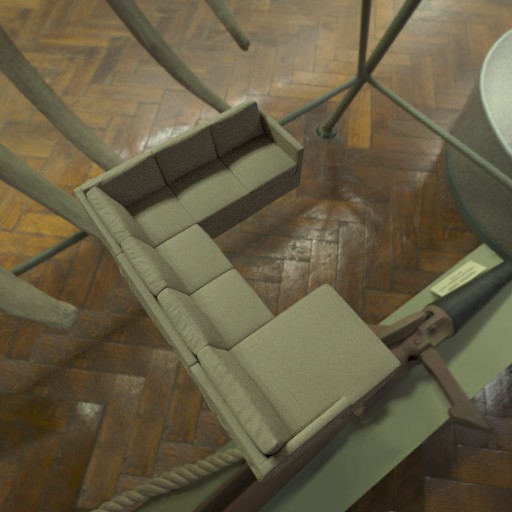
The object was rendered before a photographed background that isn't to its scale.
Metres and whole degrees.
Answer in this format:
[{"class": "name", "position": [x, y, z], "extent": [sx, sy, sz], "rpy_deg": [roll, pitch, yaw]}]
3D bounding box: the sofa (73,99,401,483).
[{"class": "sofa", "position": [0.000, 0.000, 4.670], "extent": [2.476, 0.878, 3.528], "rpy_deg": [-32, 65, -17]}]
